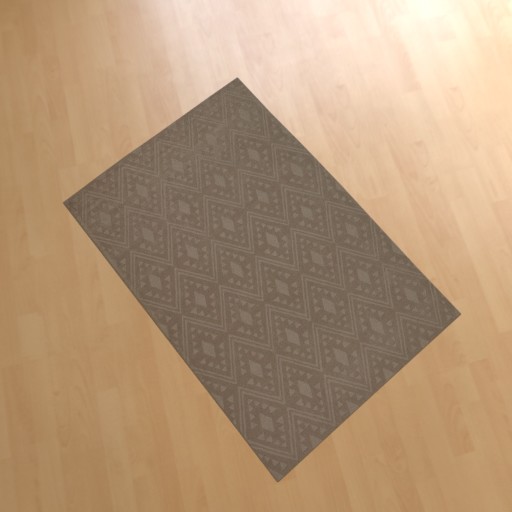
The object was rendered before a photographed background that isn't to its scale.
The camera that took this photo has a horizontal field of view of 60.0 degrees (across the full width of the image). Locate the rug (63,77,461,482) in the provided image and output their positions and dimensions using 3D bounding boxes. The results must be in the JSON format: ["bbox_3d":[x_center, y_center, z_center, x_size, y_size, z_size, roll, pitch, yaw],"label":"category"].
[{"bbox_3d":[0.000,0.000,2.362,1.252,0.034,1.829,-39,79,-9],"label":"rug"}]
